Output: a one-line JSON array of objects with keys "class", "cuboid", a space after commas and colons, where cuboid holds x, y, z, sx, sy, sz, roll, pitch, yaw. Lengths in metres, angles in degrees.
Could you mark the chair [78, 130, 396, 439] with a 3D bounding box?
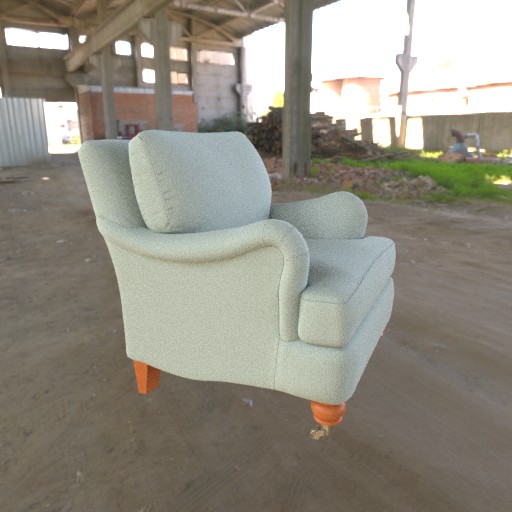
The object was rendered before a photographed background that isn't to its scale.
[{"class": "chair", "cuboid": [0.000, 0.000, 1.906, 1.070, 1.038, 0.955, 7, 17, 25]}]
